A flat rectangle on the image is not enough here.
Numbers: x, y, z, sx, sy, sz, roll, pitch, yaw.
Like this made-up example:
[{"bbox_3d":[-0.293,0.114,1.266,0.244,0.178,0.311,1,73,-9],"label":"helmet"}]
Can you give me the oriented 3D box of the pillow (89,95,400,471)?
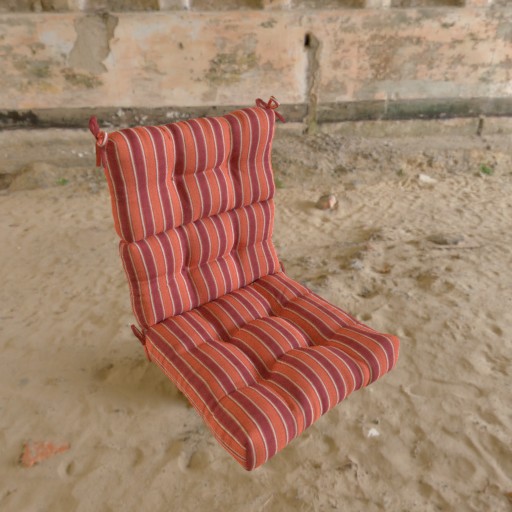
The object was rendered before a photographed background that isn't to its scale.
[{"bbox_3d":[0.000,0.000,1.025,0.519,0.605,0.571,-22,37,-32],"label":"pillow"}]
